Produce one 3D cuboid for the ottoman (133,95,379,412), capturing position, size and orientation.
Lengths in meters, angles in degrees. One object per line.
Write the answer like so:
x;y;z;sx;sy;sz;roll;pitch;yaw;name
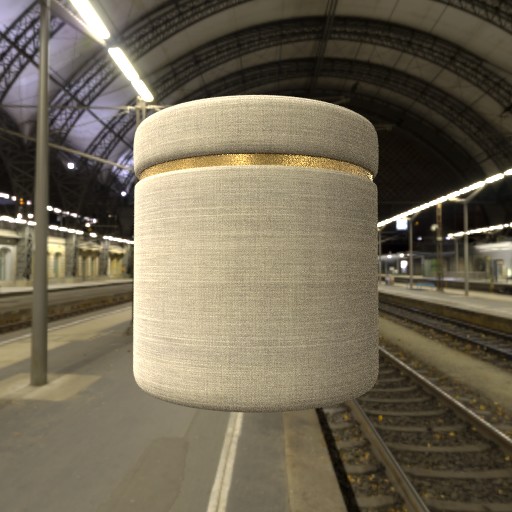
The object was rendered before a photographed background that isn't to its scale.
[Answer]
0.000;0.000;0.747;0.400;0.406;0.400;0;-2;0;ottoman
